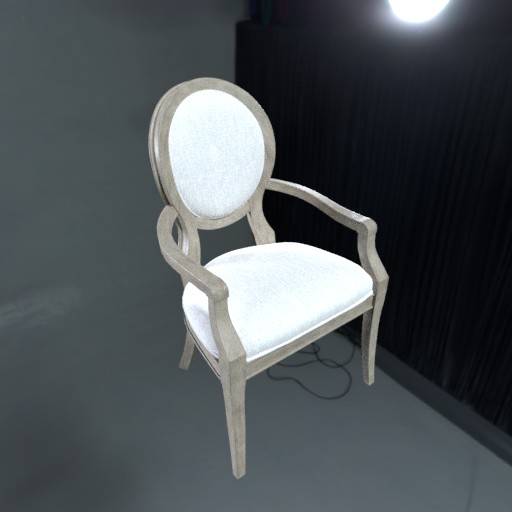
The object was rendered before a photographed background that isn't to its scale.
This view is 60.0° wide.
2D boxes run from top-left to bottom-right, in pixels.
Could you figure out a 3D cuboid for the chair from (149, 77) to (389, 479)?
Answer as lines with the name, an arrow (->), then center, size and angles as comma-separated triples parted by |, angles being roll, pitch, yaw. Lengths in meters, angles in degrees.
chair -> 0.000, 0.000, 1.391 | 0.611, 0.991, 0.602 | -21, 36, -32
